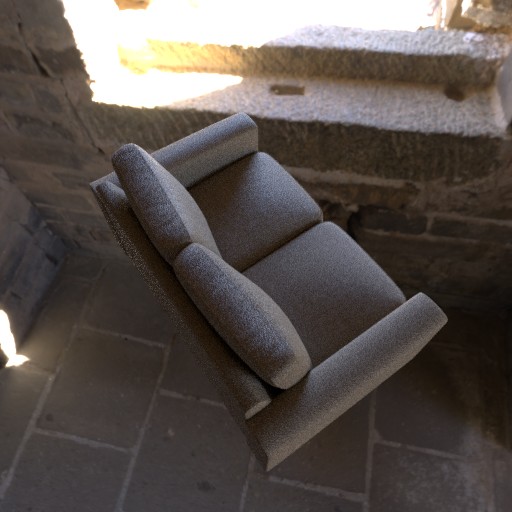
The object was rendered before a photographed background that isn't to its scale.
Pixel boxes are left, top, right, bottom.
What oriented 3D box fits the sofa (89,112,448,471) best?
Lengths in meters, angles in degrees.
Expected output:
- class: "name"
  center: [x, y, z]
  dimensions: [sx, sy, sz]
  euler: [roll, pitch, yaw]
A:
- class: "sofa"
  center: [0.000, 0.000, 2.227]
  dimensions: [1.016, 0.873, 1.616]
  euler: [-31, 64, -17]
